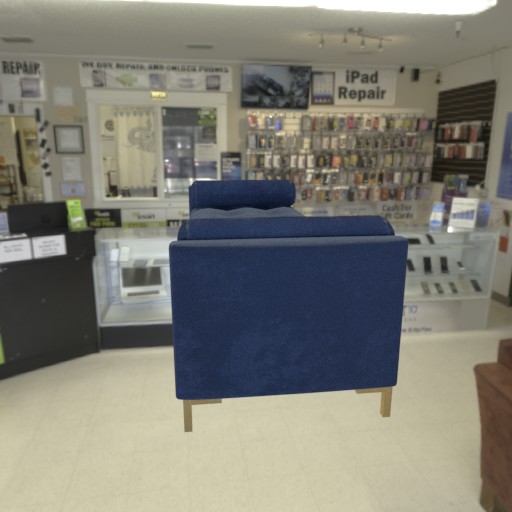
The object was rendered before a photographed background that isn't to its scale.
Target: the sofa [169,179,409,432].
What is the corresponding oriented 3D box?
[{"bbox_3d":[0.000,0.000,2.454,0.796,0.705,2.102,-2,14,-6],"label":"sofa"}]
